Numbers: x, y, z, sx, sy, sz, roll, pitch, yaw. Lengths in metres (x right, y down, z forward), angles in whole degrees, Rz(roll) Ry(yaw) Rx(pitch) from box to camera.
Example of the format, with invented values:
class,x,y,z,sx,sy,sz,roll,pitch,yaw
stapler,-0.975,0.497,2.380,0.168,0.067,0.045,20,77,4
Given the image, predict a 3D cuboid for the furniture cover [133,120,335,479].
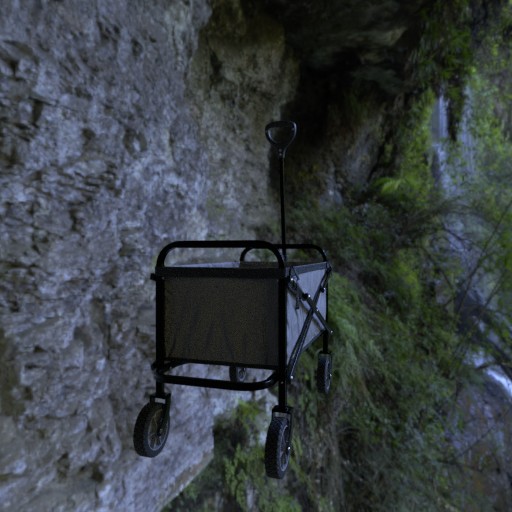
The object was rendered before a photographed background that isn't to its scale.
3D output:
class,x,y,z,sx,sy,sz,roll,pitch,yaw
furniture cover,0.000,0.000,1.792,0.532,1.295,1.038,0,1,18
